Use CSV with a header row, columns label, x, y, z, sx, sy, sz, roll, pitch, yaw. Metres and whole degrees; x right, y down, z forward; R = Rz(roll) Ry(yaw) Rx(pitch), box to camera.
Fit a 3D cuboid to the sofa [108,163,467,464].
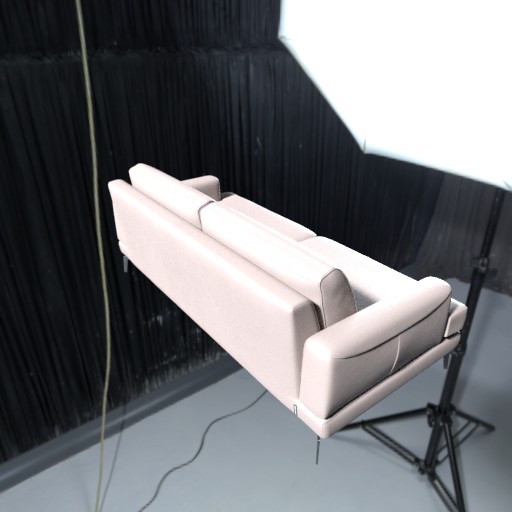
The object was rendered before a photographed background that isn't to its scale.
label,x,y,z,sx,sy,sz,roll,pitch,yaw
sofa,0.000,0.000,2.411,0.974,0.765,1.940,-19,33,-32
